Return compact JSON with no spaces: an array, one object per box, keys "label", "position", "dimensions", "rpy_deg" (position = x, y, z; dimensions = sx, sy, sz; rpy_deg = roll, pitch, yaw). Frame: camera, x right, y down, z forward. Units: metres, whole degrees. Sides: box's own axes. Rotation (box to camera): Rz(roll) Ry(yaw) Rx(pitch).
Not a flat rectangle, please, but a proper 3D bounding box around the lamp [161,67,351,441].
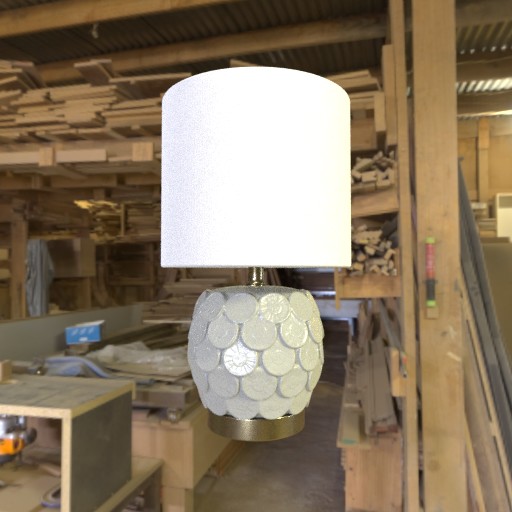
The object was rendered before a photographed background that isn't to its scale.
[{"label":"lamp","position":[0.000,0.000,0.607],"dimensions":[0.254,0.452,0.254],"rpy_deg":[0,-2,0]}]
